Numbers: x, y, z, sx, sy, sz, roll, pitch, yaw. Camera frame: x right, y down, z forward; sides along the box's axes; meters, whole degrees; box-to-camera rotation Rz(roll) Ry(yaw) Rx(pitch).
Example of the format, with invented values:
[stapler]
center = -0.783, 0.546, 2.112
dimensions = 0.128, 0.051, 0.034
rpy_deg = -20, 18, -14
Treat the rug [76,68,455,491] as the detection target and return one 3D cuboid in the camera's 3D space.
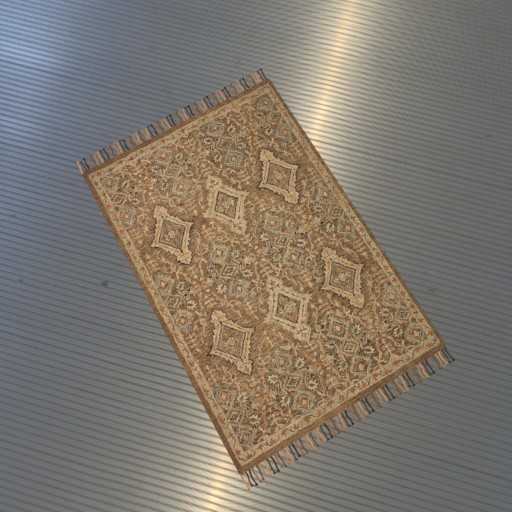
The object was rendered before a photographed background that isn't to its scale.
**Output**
[rug]
center = 0.000, 0.000, 2.957
dimensions = 1.516, 0.010, 2.434
rpy_deg = -29, 78, -7
